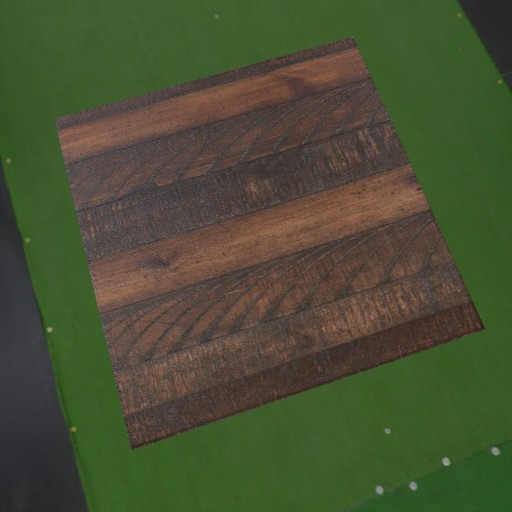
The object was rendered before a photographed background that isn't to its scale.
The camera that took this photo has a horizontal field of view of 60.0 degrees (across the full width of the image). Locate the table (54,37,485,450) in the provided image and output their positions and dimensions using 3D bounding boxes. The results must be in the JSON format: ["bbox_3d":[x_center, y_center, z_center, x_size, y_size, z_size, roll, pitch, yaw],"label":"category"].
[{"bbox_3d":[0.000,0.000,0.945,0.548,0.482,0.553,-17,76,-5],"label":"table"}]
